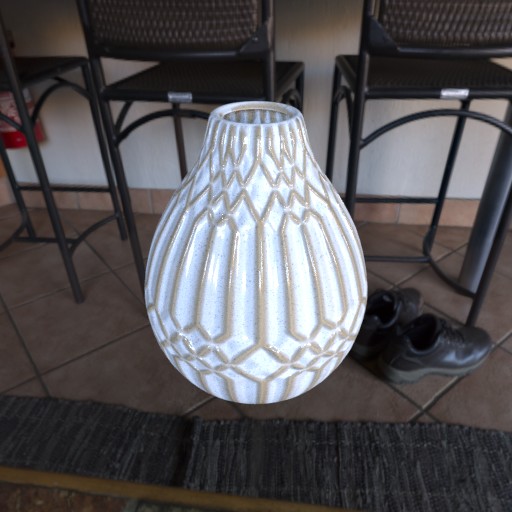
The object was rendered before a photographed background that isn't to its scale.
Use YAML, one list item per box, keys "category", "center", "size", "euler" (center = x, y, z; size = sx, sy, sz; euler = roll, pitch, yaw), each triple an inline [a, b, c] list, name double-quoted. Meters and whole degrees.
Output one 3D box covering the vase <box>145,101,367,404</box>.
- category: "vase"
  center: [0.000, 0.000, 0.312]
  size: [0.159, 0.200, 0.159]
  euler: [0, 33, 0]
